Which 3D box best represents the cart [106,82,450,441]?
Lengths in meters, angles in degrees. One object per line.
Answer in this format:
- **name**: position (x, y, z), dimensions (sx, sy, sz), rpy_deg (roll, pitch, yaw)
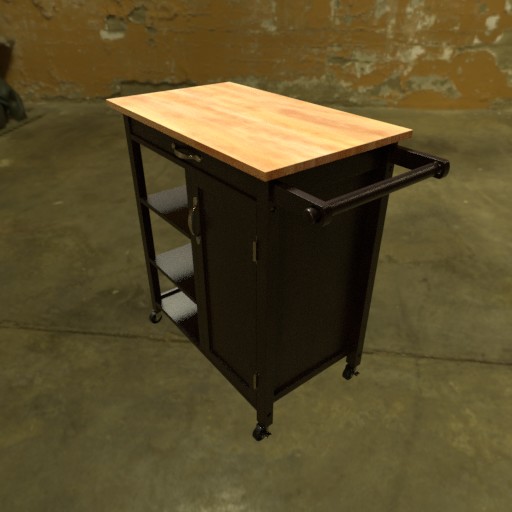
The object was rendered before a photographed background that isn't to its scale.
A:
- **cart**: position (0.000, 0.000, 1.425), dimensions (0.472, 0.878, 0.914), rpy_deg (-22, 38, -32)
